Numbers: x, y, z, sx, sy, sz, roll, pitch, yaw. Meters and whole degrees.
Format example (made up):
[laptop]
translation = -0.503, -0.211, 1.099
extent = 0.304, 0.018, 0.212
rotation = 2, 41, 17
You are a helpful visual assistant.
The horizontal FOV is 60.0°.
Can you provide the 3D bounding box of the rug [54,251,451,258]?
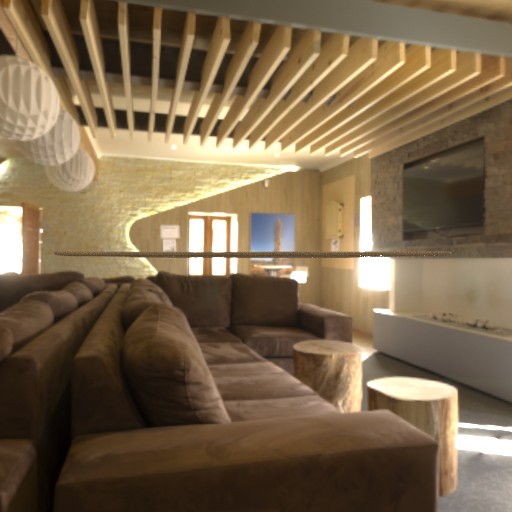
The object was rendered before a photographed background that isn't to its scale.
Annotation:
[rug]
translation = 0.000, 0.000, 2.965
extent = 1.575, 0.023, 2.459
rotation = 0, 0, 1
